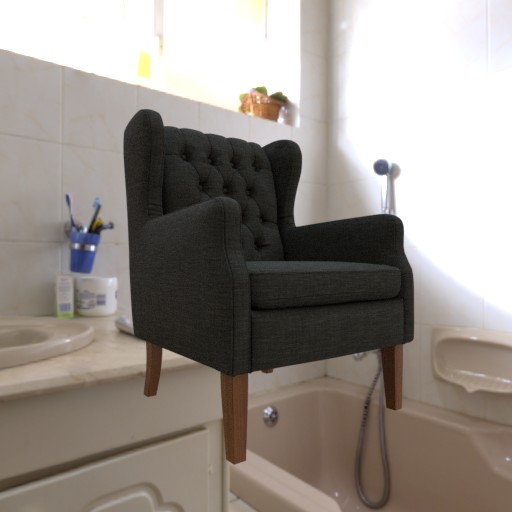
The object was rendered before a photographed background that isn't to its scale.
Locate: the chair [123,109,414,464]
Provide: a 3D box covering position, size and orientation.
[{"bbox_3d":[0.000,0.000,1.462,0.711,0.953,0.775,0,-1,-37],"label":"chair"}]
